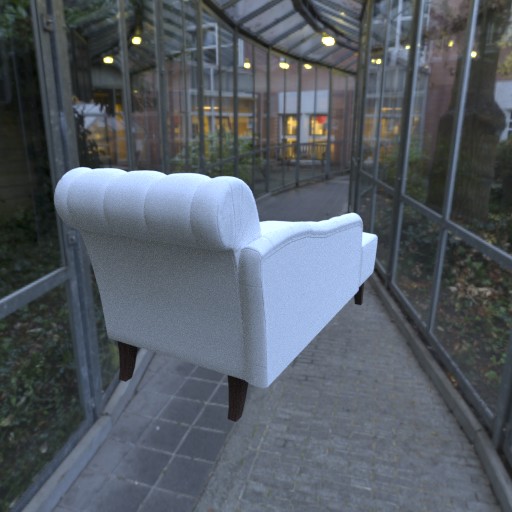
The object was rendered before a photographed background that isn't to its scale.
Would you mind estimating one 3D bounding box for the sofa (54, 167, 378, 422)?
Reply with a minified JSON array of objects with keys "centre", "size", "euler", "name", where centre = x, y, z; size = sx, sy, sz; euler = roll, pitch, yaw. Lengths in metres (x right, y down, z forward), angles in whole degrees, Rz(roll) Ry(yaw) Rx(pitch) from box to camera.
[{"centre":[0.000,0.000,1.828],"size":[0.675,0.787,1.379],"euler":[9,18,28],"name":"sofa"}]
